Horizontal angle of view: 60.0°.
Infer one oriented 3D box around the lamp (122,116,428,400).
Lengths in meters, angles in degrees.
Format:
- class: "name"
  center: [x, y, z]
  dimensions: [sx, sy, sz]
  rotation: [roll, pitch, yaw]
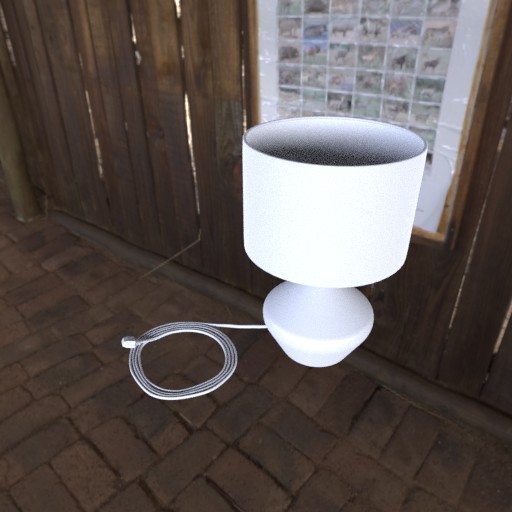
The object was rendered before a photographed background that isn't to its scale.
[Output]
- class: "lamp"
  center: [0.000, 0.000, 0.856]
  dimensions: [0.546, 0.457, 0.401]
  rotation: [10, 32, 16]
